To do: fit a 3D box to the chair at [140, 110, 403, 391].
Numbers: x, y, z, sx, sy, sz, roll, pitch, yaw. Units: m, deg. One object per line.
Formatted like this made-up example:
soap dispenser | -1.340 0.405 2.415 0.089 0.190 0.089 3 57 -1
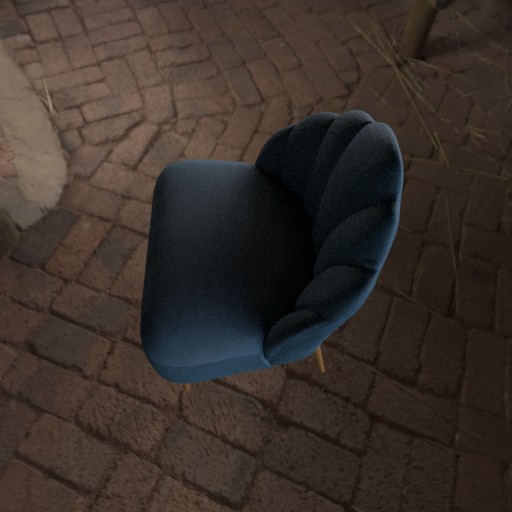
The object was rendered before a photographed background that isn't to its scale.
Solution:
chair | 0.000 0.000 1.245 0.599 0.819 0.657 -2 57 -1
